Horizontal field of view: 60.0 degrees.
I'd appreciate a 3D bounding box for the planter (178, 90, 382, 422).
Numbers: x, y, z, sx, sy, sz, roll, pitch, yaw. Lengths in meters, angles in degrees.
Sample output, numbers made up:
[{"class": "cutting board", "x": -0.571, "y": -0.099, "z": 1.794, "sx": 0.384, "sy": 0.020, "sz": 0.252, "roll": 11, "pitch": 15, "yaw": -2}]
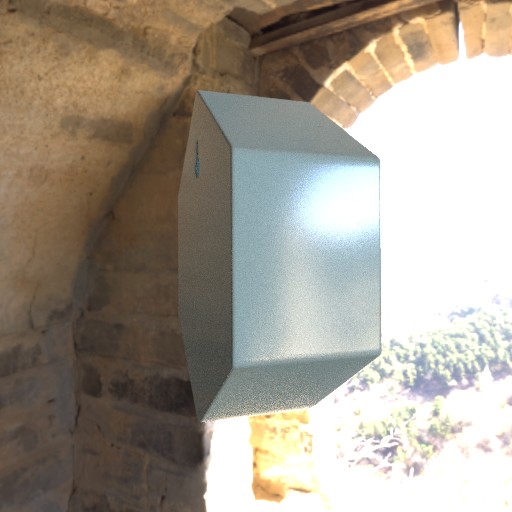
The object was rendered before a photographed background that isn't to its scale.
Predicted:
[{"class": "planter", "x": 0.000, "y": 0.000, "z": 0.288, "sx": 0.078, "sy": 0.207, "sz": 0.169, "roll": 0, "pitch": 0, "yaw": -18}]
